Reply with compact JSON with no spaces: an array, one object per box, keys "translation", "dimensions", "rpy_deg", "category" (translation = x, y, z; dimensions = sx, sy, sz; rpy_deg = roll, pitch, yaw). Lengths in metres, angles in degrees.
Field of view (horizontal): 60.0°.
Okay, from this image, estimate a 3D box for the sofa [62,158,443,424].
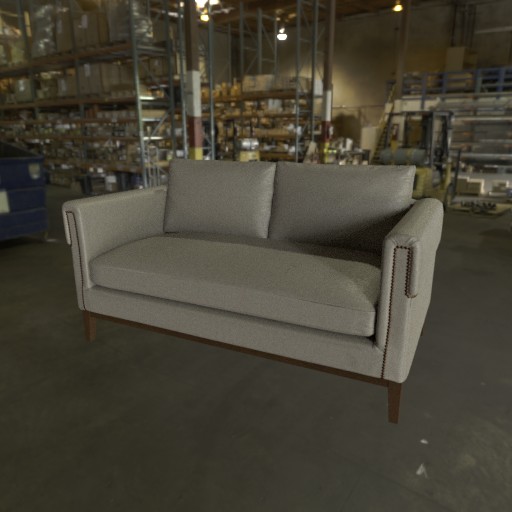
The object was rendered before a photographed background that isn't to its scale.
[{"translation":[0.000,0.000,2.147],"dimensions":[1.598,0.873,0.899],"rpy_deg":[8,17,25],"category":"sofa"}]
